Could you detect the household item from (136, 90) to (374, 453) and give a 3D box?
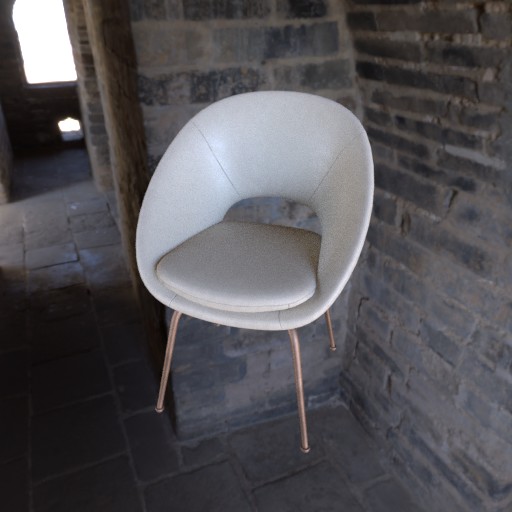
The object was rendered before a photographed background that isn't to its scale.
[{"bbox_3d":[0.000,0.000,1.301,0.623,0.852,0.573,9,29,16],"label":"household item"}]
